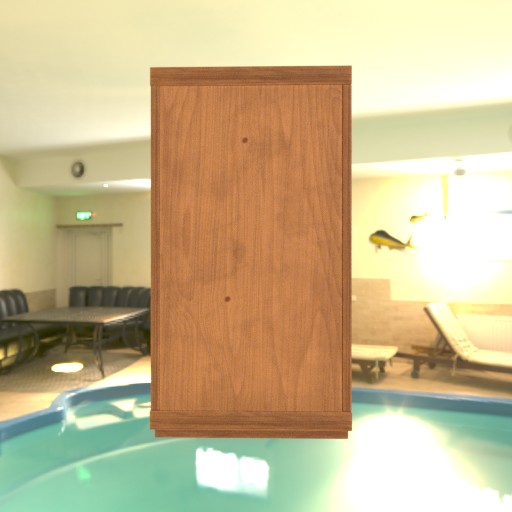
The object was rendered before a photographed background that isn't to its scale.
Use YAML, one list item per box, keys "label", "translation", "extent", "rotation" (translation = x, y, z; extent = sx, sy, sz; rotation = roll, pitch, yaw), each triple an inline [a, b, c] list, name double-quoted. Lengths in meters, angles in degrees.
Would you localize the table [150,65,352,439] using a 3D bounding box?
- label: "table"
  translation: [0.000, 0.000, 1.471]
  extent: [0.410, 0.771, 1.151]
  rotation: [0, 0, 1]
